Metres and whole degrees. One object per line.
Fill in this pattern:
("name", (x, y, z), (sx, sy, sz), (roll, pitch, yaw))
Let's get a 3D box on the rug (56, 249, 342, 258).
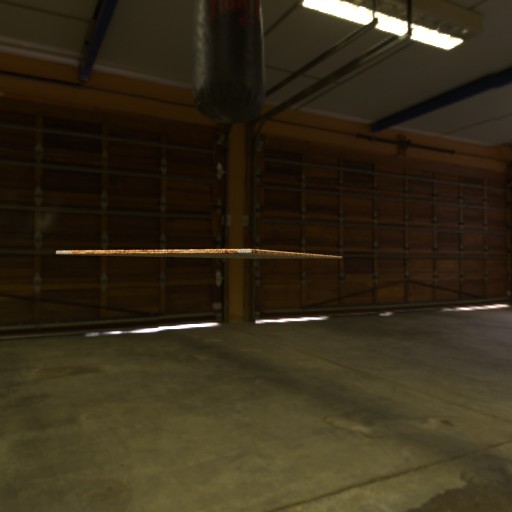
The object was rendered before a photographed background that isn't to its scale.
("rug", (0.000, 0.000, 2.411), (0.680, 0.014, 2.237), (0, -1, 17))
